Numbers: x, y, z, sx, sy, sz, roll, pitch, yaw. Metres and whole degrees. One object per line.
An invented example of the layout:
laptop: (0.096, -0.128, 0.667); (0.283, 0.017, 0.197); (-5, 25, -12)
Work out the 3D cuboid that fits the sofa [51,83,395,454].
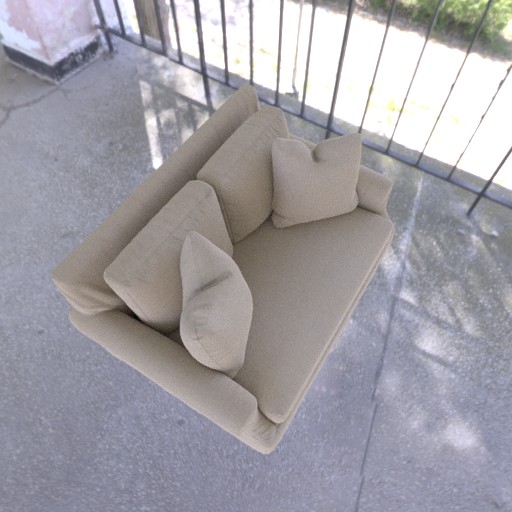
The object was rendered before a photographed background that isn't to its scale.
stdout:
sofa: (0.000, 0.000, 2.228); (1.070, 0.905, 1.550); (28, 62, 17)
